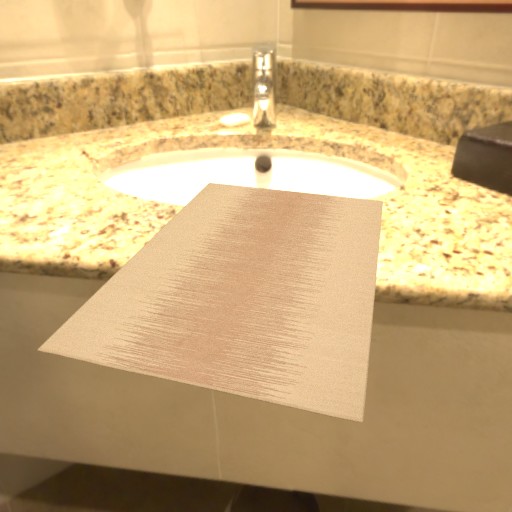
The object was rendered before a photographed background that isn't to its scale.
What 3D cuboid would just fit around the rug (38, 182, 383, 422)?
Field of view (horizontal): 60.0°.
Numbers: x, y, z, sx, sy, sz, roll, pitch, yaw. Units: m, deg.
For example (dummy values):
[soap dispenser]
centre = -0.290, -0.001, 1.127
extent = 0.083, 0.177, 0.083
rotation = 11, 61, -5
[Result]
[rug]
centre = 0.000, 0.000, 2.327
extent = 1.234, 0.006, 1.850
rotation = 8, 31, 14
